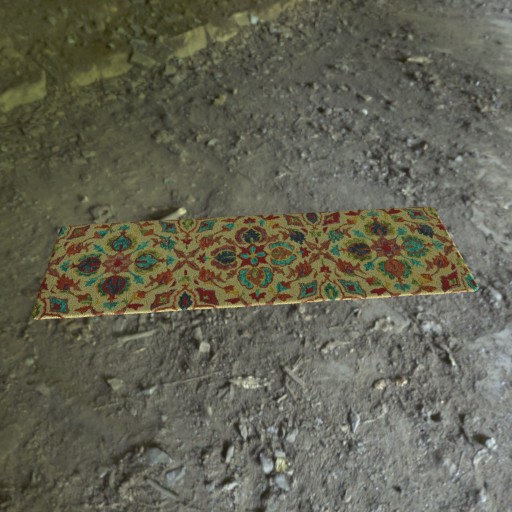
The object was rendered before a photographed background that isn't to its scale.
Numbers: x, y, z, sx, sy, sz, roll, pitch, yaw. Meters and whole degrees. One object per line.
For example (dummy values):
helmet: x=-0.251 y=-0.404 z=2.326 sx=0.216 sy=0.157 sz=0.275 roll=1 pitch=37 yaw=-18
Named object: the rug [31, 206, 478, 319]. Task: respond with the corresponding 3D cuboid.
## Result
rug: x=0.000 y=0.000 z=2.468 sx=2.273 sy=0.016 sz=0.693 roll=-3 pitch=46 yaw=-3
